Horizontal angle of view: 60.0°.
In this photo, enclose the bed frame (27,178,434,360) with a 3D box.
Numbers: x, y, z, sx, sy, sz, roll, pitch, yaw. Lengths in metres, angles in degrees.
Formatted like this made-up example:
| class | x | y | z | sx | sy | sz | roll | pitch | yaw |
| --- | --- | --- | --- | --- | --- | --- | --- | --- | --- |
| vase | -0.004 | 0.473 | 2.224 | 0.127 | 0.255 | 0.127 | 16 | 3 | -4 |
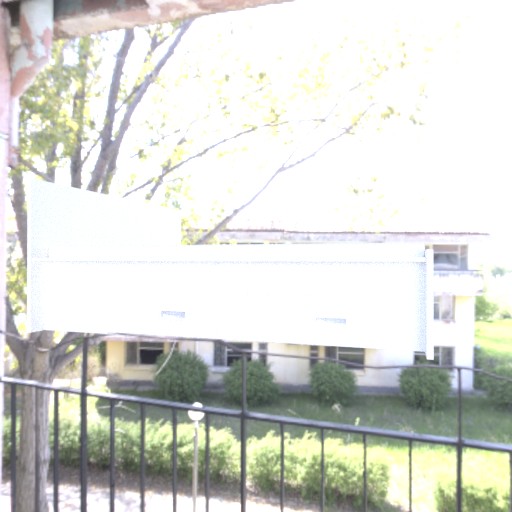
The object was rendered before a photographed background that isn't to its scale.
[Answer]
| class | x | y | z | sx | sy | sz | roll | pitch | yaw |
| --- | --- | --- | --- | --- | --- | --- | --- | --- | --- |
| bed frame | 0.000 | 0.000 | 2.756 | 1.960 | 0.800 | 1.622 | 0 | 0 | 19 |
